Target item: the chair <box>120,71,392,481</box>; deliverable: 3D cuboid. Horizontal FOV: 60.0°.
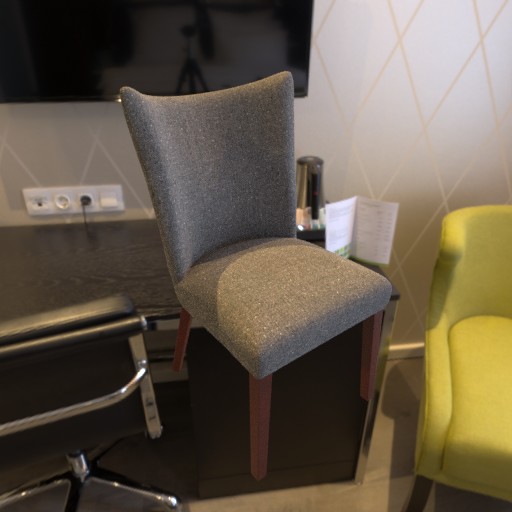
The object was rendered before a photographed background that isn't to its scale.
[{"bbox_3d":[0.000,0.000,1.275,0.535,0.924,0.623,-21,35,-33],"label":"chair"}]
